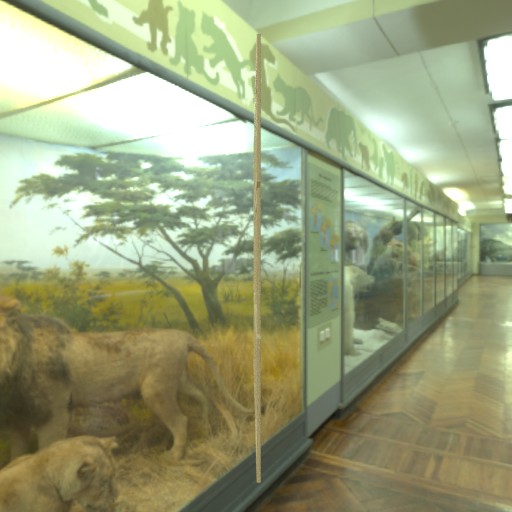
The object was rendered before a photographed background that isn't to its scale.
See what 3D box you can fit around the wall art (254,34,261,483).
[{"bbox_3d":[0.000,0.000,2.246,0.014,1.507,1.519,0,1,-1],"label":"wall art"}]
